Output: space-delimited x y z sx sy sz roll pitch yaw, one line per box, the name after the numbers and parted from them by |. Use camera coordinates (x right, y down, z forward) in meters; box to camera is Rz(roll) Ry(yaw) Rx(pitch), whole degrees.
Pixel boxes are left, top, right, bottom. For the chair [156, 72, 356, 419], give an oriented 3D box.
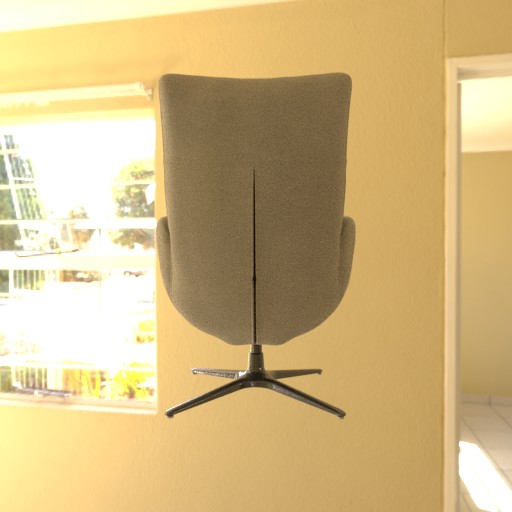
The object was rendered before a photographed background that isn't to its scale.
0.000 0.000 1.608 0.711 1.016 0.889 0 0 1 | chair
